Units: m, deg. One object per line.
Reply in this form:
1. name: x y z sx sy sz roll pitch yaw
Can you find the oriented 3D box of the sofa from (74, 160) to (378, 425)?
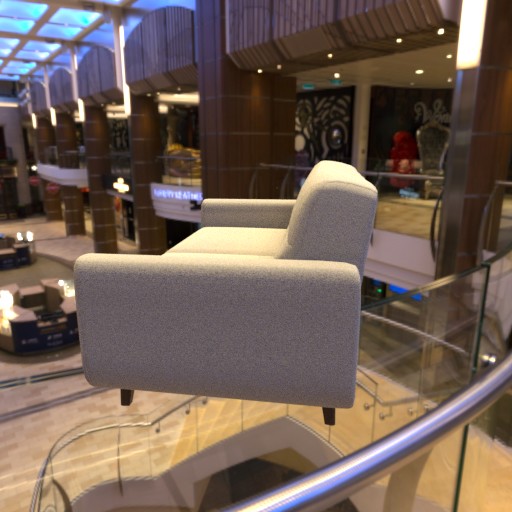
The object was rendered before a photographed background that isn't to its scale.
1. sofa: 0.000 0.000 2.186 0.980 0.892 1.655 2 14 9
